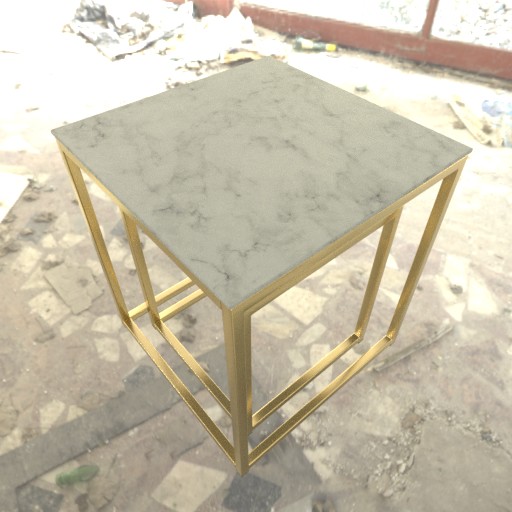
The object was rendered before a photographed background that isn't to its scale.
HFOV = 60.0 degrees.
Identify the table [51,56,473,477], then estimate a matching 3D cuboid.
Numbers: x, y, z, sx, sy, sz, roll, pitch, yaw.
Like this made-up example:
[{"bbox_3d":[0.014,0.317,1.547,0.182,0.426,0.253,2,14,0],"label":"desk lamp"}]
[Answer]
[{"bbox_3d":[0.000,0.000,0.842,0.450,0.500,0.450,-31,53,-27],"label":"table"}]
